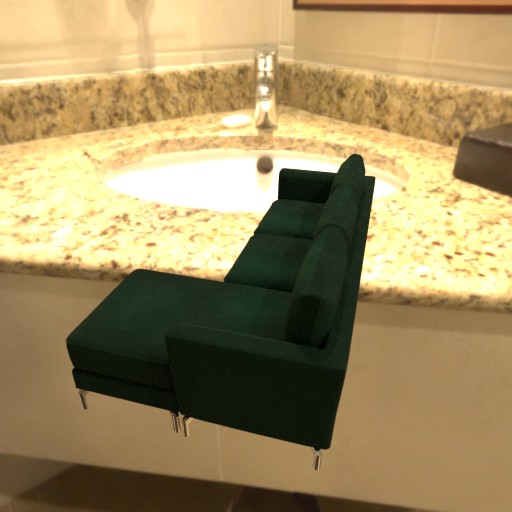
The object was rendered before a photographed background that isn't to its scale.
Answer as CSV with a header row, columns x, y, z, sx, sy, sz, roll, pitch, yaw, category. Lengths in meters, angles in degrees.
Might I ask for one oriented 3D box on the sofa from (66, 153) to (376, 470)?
x,y,z,sx,sy,sz,roll,pitch,yaw,category
0.000,0.000,3.165,1.489,1.007,2.441,8,31,14,sofa
